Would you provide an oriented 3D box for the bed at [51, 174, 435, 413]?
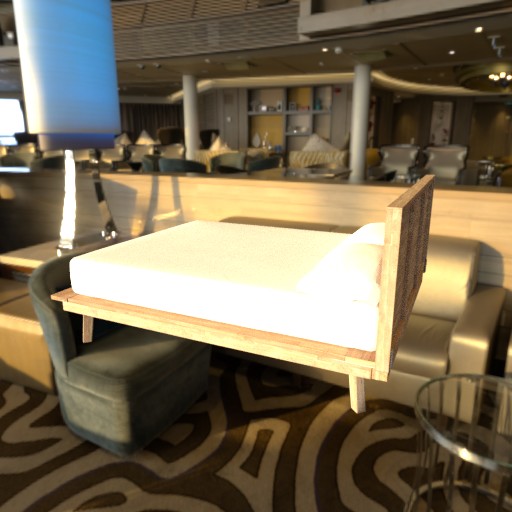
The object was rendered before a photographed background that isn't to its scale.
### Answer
[{"bbox_3d":[0.000,0.000,3.120,2.145,1.071,1.759,7,17,24],"label":"bed"}]
